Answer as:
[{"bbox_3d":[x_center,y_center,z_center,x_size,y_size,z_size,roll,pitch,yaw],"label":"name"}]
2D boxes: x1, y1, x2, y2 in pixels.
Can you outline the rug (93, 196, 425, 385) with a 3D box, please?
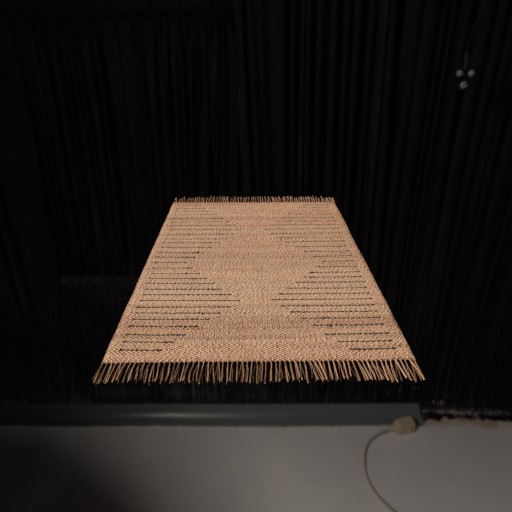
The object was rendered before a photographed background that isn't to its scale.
[{"bbox_3d":[0.000,0.000,2.544,1.224,0.027,2.085,0,26,-1],"label":"rug"}]
